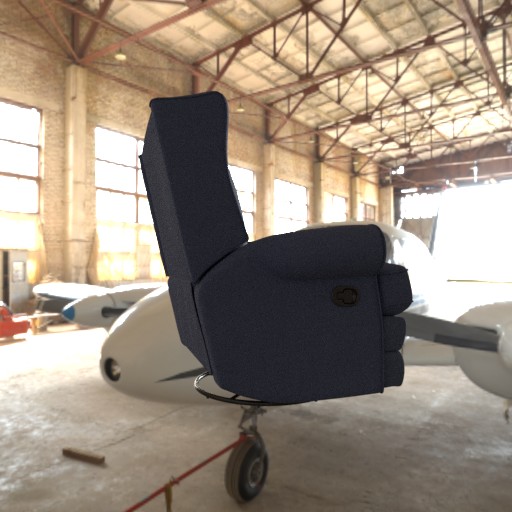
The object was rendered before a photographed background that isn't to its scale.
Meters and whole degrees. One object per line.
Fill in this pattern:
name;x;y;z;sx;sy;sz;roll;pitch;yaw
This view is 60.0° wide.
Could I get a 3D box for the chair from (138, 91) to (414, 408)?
chair;0.000;0.000;1.757;0.877;1.020;0.971;0;-1;-18
